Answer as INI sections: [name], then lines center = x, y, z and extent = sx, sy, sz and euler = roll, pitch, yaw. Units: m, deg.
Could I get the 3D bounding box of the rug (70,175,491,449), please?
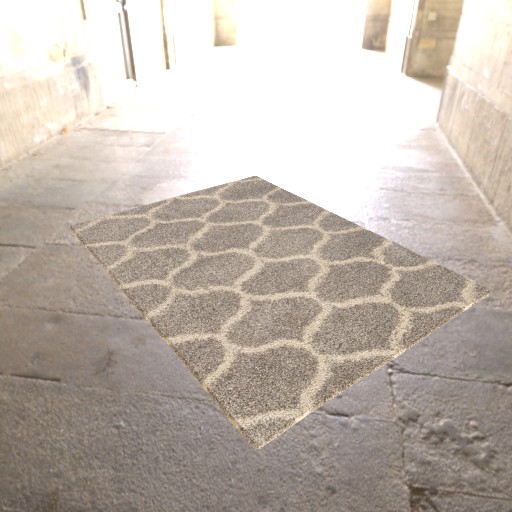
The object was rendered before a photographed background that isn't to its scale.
[rug]
center = 0.000, 0.000, 2.035
extent = 1.200, 0.025, 1.600
euler = -21, 37, -31
